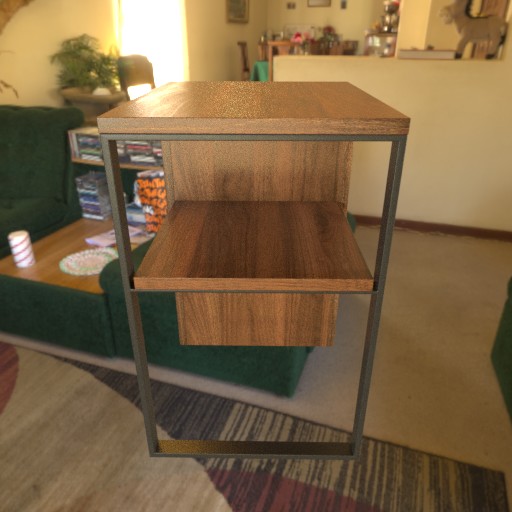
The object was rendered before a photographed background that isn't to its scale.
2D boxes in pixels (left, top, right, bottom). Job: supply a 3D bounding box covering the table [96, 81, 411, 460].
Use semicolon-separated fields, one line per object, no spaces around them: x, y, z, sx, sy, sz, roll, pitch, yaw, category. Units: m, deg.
0.000;0.000;1.511;0.660;1.041;0.786;0;27;1;table
